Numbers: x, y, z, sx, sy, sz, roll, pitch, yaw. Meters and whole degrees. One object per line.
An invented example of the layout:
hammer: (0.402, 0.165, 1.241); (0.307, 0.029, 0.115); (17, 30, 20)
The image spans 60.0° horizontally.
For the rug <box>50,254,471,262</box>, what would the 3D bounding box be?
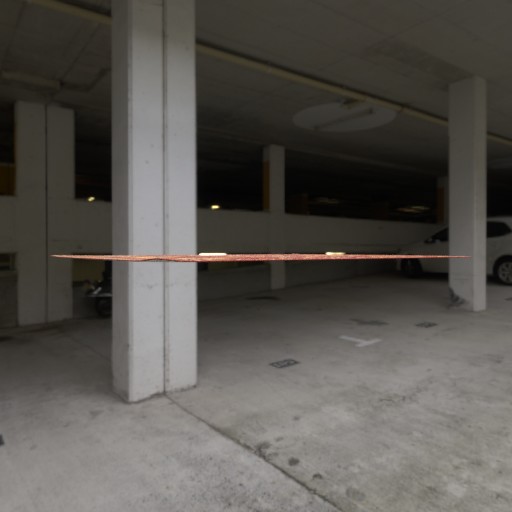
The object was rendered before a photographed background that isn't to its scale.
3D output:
rug: (0.000, 0.000, 4.153); (3.086, 0.030, 2.489); (-1, 1, -36)
